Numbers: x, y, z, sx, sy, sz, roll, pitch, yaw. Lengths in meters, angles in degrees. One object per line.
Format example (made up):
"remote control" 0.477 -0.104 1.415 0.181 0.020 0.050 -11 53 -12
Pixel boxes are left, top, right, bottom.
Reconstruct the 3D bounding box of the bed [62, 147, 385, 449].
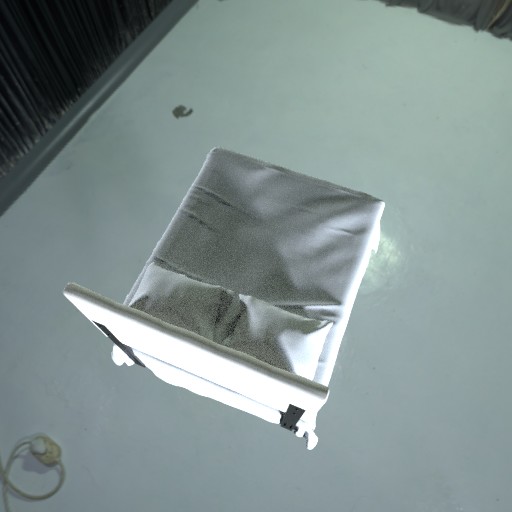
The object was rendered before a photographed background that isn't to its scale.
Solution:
"bed" 0.000 0.000 3.562 1.936 1.577 2.222 20 65 10
